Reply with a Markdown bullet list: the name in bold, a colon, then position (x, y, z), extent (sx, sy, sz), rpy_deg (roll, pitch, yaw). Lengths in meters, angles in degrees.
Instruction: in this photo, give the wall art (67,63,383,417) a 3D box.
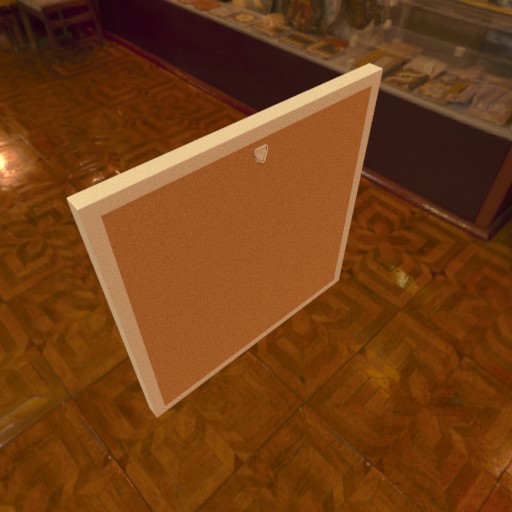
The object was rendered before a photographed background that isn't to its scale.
- **wall art**: position (0.000, 0.000, 1.142), extent (0.761, 0.762, 0.050), rpy_deg (-33, 55, -27)
